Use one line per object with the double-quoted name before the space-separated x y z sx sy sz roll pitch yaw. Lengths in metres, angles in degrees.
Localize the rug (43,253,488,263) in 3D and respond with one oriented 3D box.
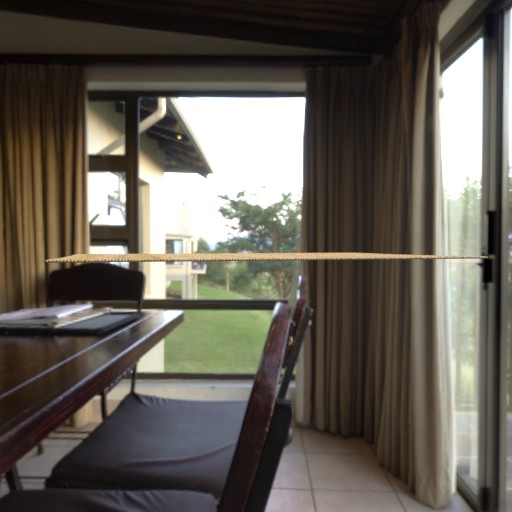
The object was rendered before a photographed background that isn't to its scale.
"rug" 0.000 0.000 2.195 1.758 0.010 1.143 0 1 -17
